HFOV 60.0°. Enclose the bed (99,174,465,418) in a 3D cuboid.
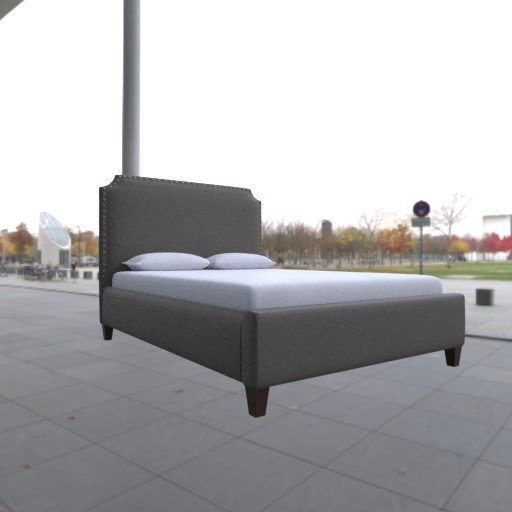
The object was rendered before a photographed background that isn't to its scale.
[{"bbox_3d":[0.000,0.000,3.371,1.712,1.443,2.372,0,0,-35],"label":"bed"}]
